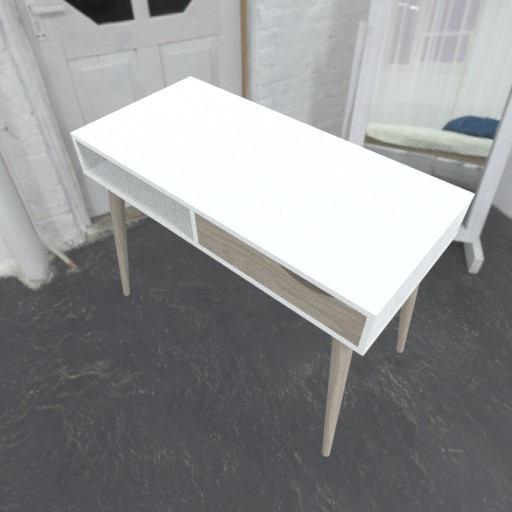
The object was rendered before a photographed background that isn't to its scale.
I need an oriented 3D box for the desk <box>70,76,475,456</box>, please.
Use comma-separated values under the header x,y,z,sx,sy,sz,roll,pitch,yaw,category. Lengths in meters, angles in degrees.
x,y,z,sx,sy,sz,roll,pitch,yaw,category
0.000,0.000,1.420,0.979,0.723,0.491,32,54,26,desk
